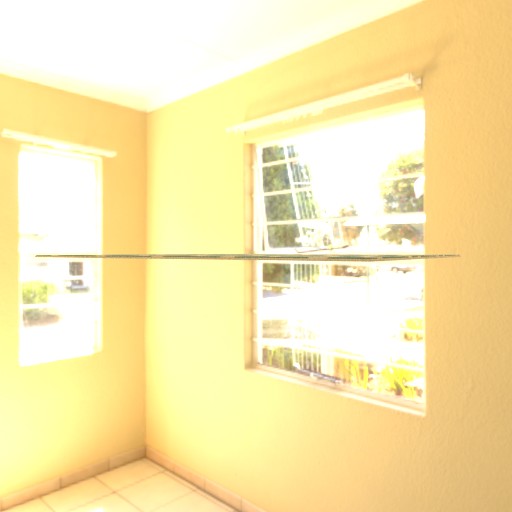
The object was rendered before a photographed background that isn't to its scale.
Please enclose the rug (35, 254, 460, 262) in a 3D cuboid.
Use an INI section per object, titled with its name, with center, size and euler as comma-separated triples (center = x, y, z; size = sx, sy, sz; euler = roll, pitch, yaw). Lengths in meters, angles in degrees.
[rug]
center = 0.000, 0.000, 4.064
size = 3.049, 0.021, 2.466
euler = 0, 1, 34
